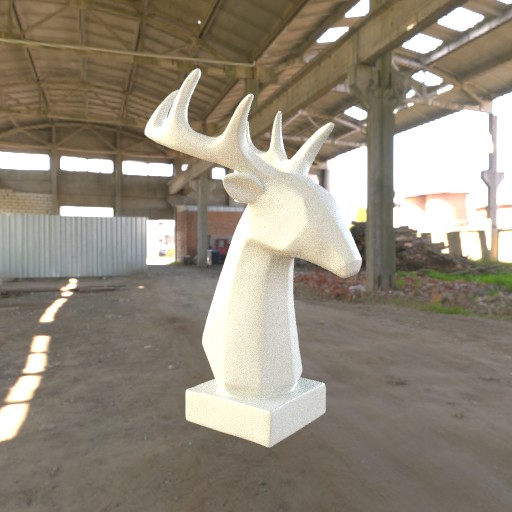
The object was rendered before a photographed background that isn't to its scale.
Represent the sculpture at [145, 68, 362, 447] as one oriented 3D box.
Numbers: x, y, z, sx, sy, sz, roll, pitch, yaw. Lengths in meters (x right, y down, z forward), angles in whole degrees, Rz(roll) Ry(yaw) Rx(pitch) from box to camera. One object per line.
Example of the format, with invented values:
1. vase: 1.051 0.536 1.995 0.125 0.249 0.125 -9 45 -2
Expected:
1. sculpture: 0.000 0.000 0.449 0.224 0.329 0.174 1 1 36
